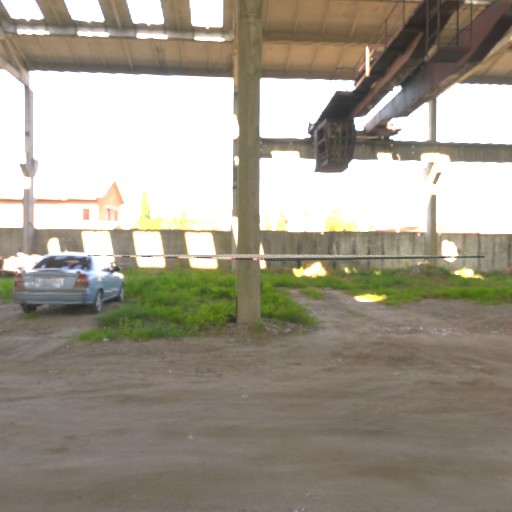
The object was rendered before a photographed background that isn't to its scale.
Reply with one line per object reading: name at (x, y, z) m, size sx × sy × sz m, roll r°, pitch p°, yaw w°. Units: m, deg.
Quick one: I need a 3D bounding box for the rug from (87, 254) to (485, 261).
rug at (0.000, 0.000, 2.350) m, size 1.221 × 0.009 × 1.825 m, roll 0°, pitch 1°, yaw -37°
